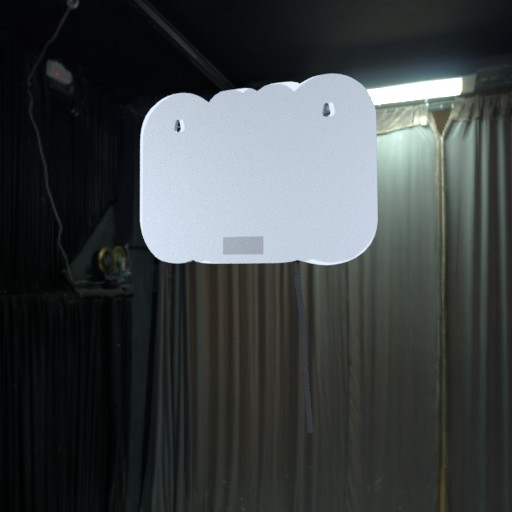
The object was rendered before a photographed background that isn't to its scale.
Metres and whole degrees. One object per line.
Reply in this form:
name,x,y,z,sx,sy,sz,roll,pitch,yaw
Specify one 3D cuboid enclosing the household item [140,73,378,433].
household item,0.000,0.000,0.395,0.211,0.294,0.042,-1,-2,17
